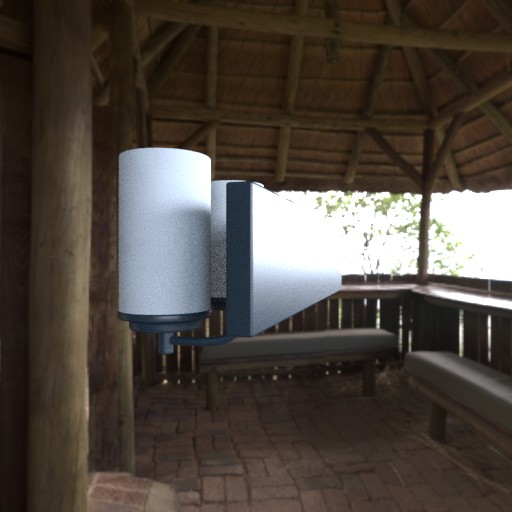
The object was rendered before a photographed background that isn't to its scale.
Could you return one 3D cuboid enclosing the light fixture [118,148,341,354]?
[{"bbox_3d":[0.000,0.000,0.533,0.145,0.172,0.451,0,0,18],"label":"light fixture"}]
